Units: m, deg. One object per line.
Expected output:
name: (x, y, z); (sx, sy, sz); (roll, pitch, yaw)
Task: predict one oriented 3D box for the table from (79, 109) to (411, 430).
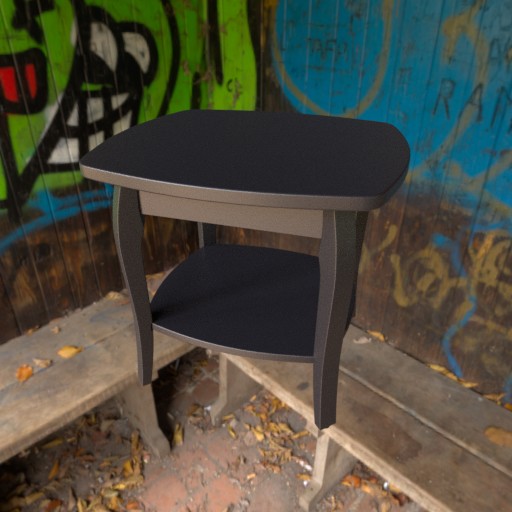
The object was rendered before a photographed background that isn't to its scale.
table: (0.000, 0.000, 0.872); (0.508, 0.457, 0.457); (9, 31, 15)
